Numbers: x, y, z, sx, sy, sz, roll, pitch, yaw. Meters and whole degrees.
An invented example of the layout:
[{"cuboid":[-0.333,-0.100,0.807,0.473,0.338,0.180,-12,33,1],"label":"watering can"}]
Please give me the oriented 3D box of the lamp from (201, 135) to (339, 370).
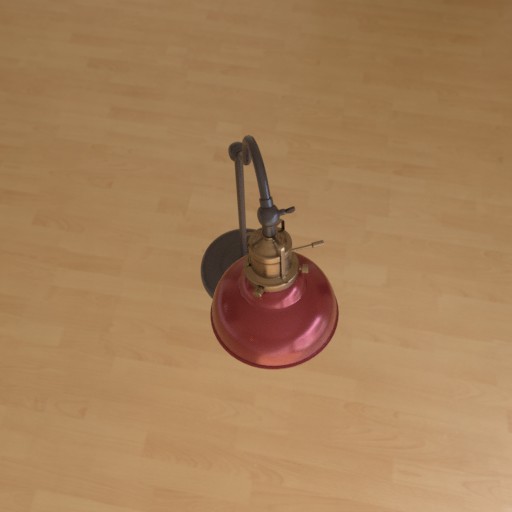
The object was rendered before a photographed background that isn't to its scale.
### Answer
[{"cuboid":[0.000,0.000,0.693,0.192,0.508,0.374,-14,65,-6],"label":"lamp"}]
